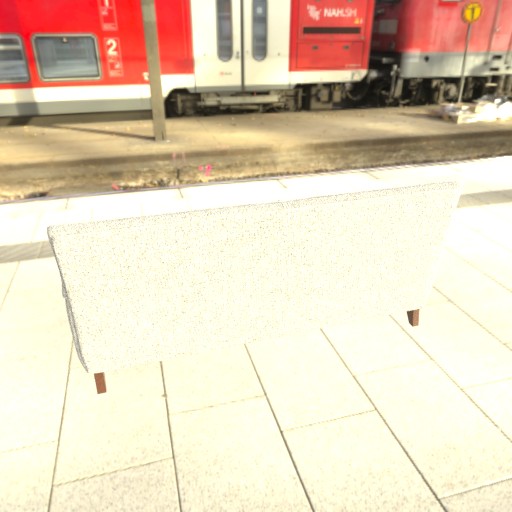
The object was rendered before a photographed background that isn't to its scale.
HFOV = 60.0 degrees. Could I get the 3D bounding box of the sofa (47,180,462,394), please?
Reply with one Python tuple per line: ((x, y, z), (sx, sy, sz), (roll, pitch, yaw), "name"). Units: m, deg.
((0.000, 0.000, 2.553), (2.026, 0.942, 0.854), (-8, 28, -16), "sofa")
